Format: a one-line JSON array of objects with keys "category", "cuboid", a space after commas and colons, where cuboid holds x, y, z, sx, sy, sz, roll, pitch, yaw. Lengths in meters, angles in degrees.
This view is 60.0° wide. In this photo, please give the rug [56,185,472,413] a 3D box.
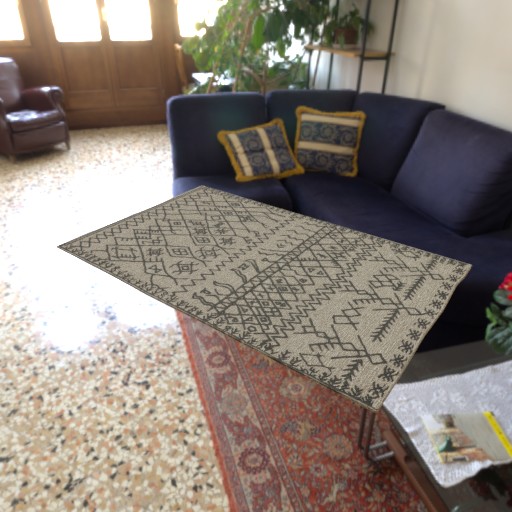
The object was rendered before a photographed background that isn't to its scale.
[{"category": "rug", "cuboid": [0.000, 0.000, 4.777, 3.824, 0.019, 2.393, 21, 36, 32]}]
